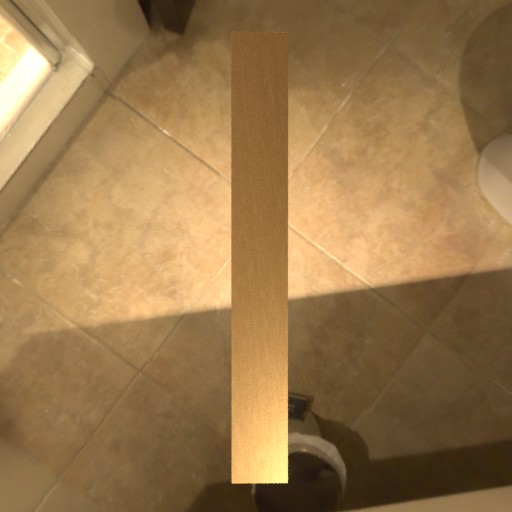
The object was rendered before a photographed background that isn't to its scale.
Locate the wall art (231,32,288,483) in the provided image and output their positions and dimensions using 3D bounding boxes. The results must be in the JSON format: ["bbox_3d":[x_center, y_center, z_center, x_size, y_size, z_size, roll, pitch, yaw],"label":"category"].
[{"bbox_3d":[0.000,0.000,0.451,0.038,0.305,0.304,0,91,-1],"label":"wall art"}]
